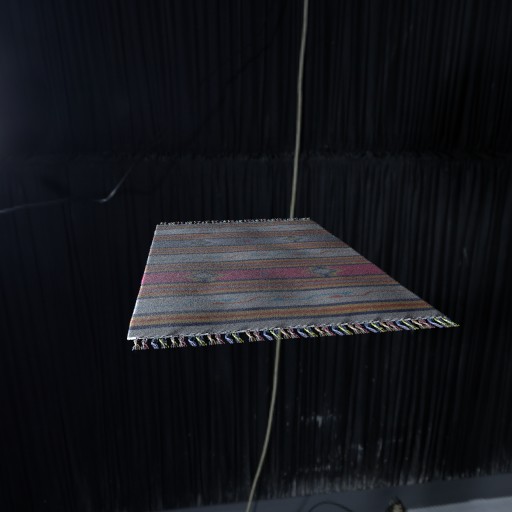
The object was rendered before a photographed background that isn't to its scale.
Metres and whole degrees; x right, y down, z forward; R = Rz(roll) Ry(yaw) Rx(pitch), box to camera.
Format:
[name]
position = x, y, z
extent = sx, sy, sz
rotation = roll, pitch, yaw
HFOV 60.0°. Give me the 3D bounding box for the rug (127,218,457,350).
[rug]
position = 0.000, 0.000, 2.259
extent = 1.084, 0.013, 1.849
rotation = -3, 16, -9
